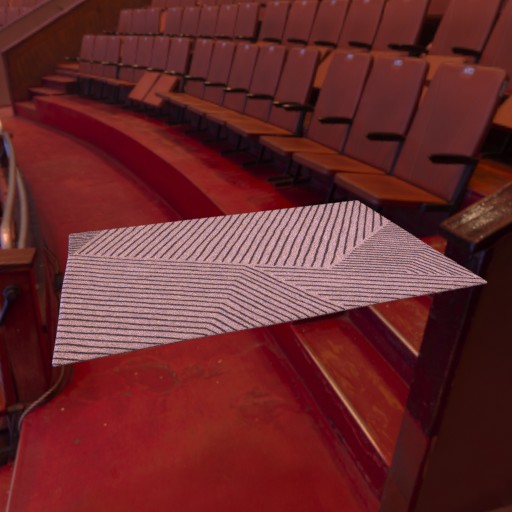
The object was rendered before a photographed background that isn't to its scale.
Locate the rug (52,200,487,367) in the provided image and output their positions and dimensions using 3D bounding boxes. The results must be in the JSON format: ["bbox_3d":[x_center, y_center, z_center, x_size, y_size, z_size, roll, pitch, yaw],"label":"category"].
[{"bbox_3d":[0.000,0.000,2.953,2.406,0.023,1.539,-8,28,-16],"label":"rug"}]
